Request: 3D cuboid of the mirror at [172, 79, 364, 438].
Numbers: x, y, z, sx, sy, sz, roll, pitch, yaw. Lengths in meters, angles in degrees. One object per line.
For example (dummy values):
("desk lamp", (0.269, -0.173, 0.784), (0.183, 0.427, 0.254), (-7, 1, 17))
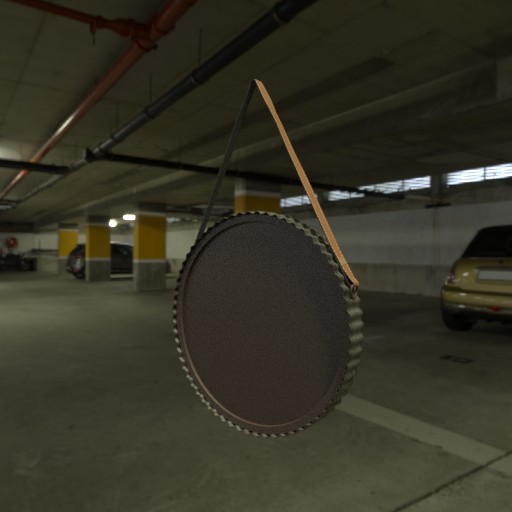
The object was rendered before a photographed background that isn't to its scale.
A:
("mirror", (0.000, 0.000, 0.717), (0.355, 0.568, 0.042), (0, 1, 37))
